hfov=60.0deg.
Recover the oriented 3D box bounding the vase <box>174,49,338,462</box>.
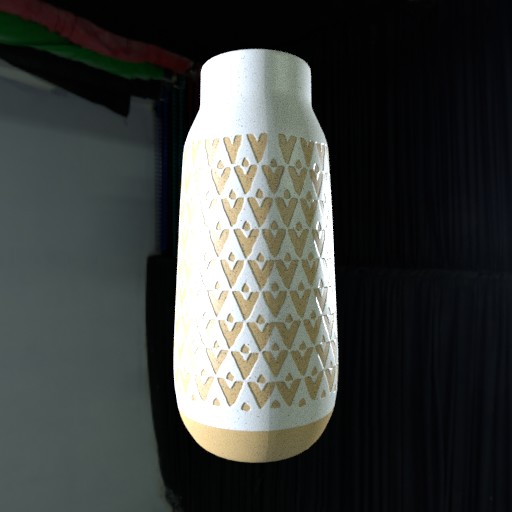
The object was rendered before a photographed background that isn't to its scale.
[{"bbox_3d":[0.000,0.000,0.373,0.137,0.307,0.137,0,2,0],"label":"vase"}]
